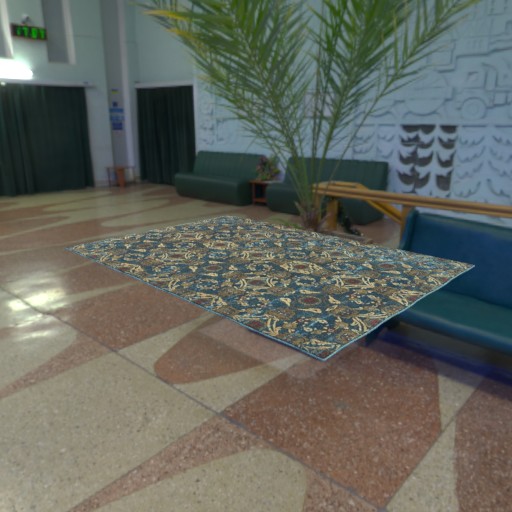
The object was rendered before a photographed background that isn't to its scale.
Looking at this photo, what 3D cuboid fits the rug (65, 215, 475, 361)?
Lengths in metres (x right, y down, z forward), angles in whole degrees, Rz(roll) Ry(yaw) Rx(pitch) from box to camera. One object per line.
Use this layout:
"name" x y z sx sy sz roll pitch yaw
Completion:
"rug" 0.000 0.000 2.899 2.207 0.014 1.567 16 23 42
